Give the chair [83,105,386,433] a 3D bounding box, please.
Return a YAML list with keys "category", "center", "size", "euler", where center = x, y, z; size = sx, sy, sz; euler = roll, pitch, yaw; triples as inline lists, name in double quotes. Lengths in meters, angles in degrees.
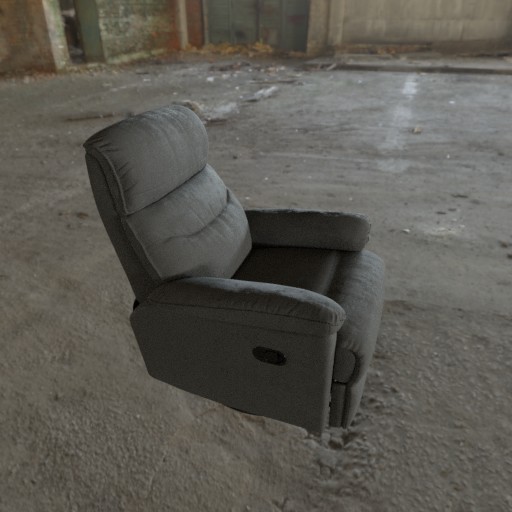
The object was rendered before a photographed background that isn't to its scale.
- category: "chair"
  center: [0.000, 0.000, 1.737]
  size: [1.004, 1.037, 0.820]
  euler: [10, 31, 17]
